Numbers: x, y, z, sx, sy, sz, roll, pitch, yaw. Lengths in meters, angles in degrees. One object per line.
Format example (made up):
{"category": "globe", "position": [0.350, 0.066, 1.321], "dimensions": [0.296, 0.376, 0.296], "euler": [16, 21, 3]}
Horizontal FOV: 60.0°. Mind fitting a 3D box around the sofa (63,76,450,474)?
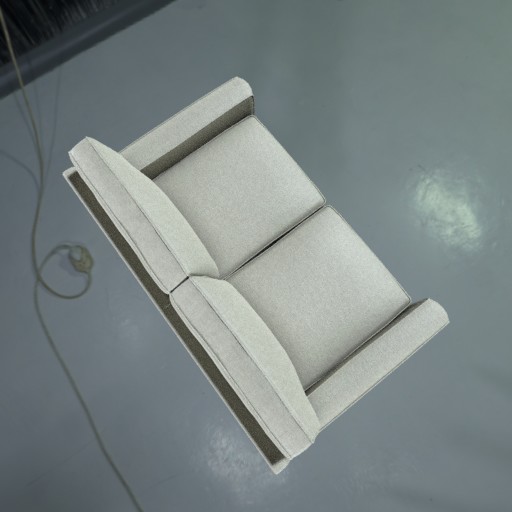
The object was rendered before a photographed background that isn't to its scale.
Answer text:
{"category": "sofa", "position": [0.000, 0.000, 2.027], "dimensions": [0.940, 0.853, 1.484], "euler": [-37, 79, -9]}
